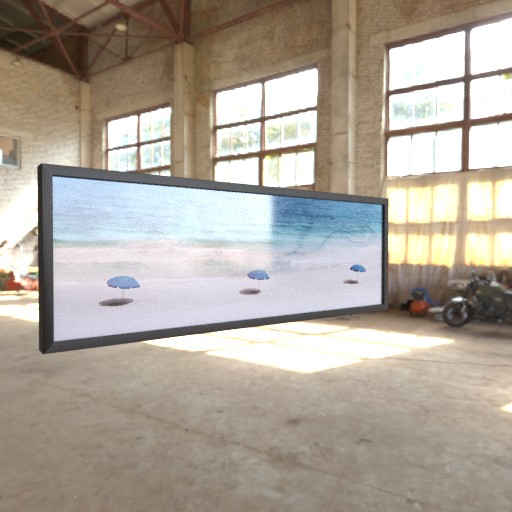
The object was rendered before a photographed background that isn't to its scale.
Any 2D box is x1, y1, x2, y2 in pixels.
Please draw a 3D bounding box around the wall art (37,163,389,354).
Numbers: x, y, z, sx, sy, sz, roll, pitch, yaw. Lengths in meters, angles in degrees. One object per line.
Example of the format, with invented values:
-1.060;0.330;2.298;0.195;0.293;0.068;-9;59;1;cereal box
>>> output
0.000;0.000;0.968;0.860;0.303;0.037;-1;1;-36;wall art
